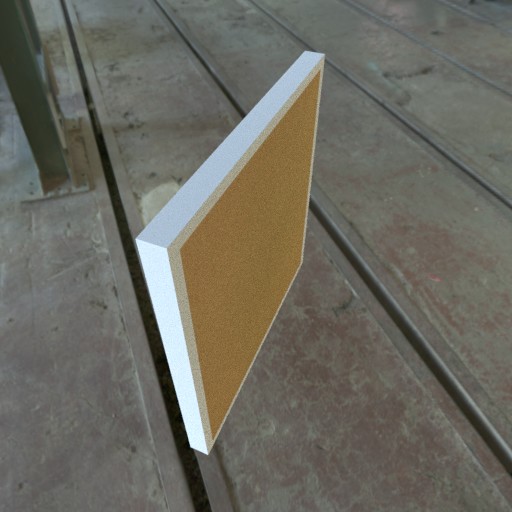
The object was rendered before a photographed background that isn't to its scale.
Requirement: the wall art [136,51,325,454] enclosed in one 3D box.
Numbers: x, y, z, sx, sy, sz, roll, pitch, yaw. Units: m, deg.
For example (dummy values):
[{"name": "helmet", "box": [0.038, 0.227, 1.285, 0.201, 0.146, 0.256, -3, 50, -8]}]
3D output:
[{"name": "wall art", "box": [0.000, 0.000, 0.766, 0.035, 0.507, 0.508, 17, 48, 16]}]
